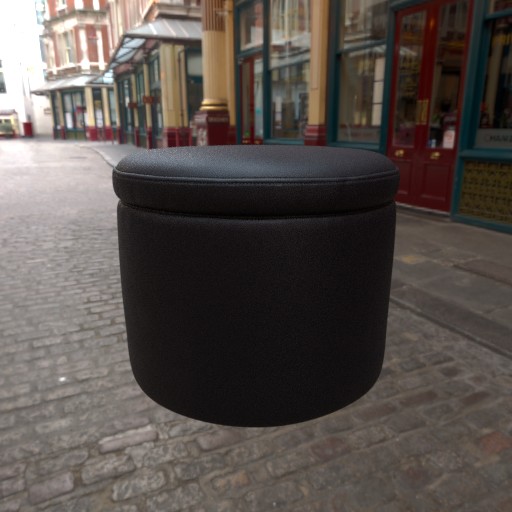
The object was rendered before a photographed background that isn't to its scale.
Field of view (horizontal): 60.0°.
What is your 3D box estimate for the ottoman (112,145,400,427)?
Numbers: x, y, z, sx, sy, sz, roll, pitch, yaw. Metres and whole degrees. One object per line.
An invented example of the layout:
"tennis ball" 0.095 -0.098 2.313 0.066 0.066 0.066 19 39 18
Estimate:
"ottoman" 0.000 0.000 0.850 0.501 0.409 0.501 0 16 0
